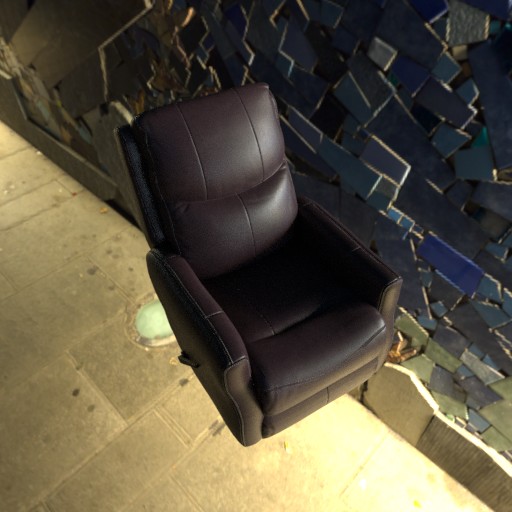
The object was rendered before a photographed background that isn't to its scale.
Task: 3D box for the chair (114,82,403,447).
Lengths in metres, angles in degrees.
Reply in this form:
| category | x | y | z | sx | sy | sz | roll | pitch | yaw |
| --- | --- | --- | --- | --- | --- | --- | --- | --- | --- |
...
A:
| category | x | y | z | sx | sy | sz | roll | pitch | yaw |
| --- | --- | --- | --- | --- | --- | --- | --- | --- | --- |
| chair | 0.000 | 0.000 | 1.804 | 0.829 | 1.030 | 1.080 | -23 | 50 | -21 |
